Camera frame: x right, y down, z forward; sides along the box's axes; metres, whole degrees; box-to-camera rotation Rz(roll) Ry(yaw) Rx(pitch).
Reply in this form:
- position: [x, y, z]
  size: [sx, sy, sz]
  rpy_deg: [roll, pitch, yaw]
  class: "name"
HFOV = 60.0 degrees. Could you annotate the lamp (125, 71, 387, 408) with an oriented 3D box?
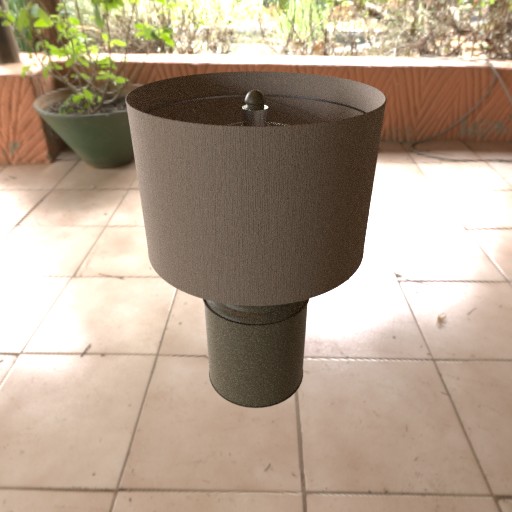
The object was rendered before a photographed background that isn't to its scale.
- position: [0.000, 0.000, 0.680]
  size: [0.318, 0.486, 0.318]
  rpy_deg: [0, 31, 0]
  class: "lamp"
